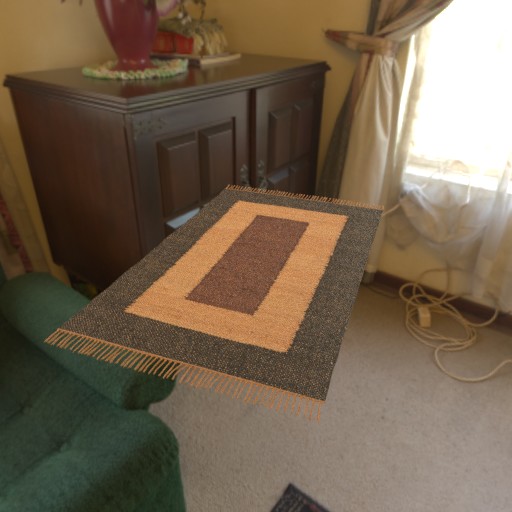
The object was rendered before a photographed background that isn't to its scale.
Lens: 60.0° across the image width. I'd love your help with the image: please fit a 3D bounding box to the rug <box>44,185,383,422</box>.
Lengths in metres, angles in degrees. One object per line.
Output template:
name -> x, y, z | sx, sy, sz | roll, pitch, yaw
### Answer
rug -> 0.000, 0.000, 1.916 | 0.920, 0.013, 1.541 | 10, 31, 18
